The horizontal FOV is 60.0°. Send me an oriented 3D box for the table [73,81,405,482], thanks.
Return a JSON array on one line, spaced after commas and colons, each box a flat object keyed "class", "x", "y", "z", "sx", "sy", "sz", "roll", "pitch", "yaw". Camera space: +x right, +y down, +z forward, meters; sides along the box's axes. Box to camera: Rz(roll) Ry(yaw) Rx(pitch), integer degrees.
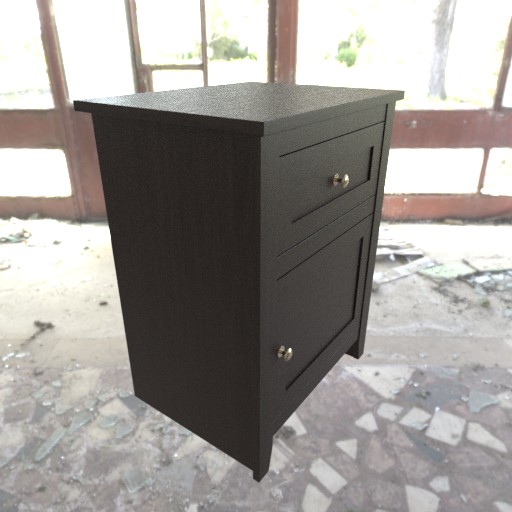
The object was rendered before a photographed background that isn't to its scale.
[{"class": "table", "x": 0.000, "y": 0.000, "z": 0.924, "sx": 0.381, "sy": 0.635, "sz": 0.480, "roll": 17, "pitch": 31, "yaw": 32}]
